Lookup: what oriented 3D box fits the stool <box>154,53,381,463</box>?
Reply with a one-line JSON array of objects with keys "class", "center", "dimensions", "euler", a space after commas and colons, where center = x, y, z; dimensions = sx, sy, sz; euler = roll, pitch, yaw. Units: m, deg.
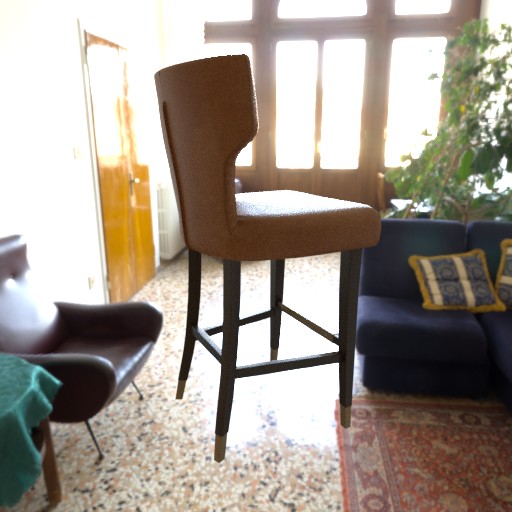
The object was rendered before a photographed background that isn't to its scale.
[{"class": "stool", "center": [0.000, 0.000, 1.403], "dimensions": [0.563, 1.092, 0.526], "euler": [-8, 17, -27]}]
